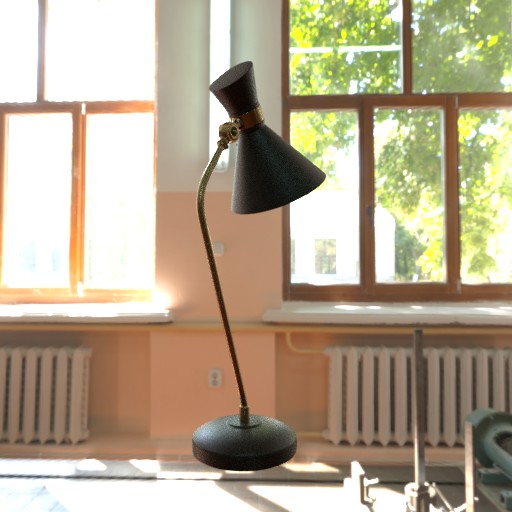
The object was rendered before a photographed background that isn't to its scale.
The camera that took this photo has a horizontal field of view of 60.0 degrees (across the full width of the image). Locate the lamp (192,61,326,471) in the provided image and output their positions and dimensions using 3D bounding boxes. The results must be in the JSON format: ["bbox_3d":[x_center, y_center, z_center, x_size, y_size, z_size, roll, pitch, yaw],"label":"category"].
[{"bbox_3d":[0.000,0.000,0.779,0.189,0.647,0.292,-2,-3,37],"label":"lamp"}]
